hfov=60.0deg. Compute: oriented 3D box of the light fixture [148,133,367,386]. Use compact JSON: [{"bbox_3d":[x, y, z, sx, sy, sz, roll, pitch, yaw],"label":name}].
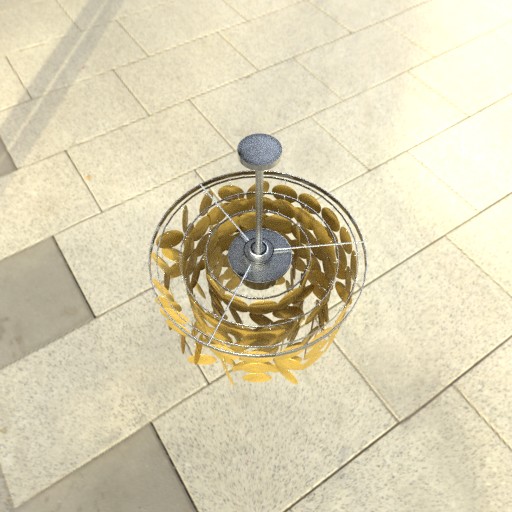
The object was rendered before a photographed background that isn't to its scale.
[{"bbox_3d":[0.000,0.000,0.739,0.368,0.492,0.368,0,58,0],"label":"light fixture"}]
